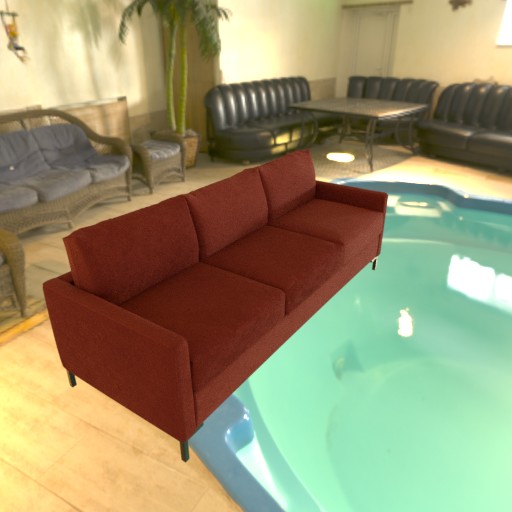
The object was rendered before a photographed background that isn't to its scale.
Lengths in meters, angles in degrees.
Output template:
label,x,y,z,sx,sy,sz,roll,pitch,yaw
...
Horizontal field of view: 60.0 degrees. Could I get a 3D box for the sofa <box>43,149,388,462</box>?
label,x,y,z,sx,sy,sz,roll,pitch,yaw
sofa,0.000,0.000,2.708,0.875,0.879,2.252,17,31,31
